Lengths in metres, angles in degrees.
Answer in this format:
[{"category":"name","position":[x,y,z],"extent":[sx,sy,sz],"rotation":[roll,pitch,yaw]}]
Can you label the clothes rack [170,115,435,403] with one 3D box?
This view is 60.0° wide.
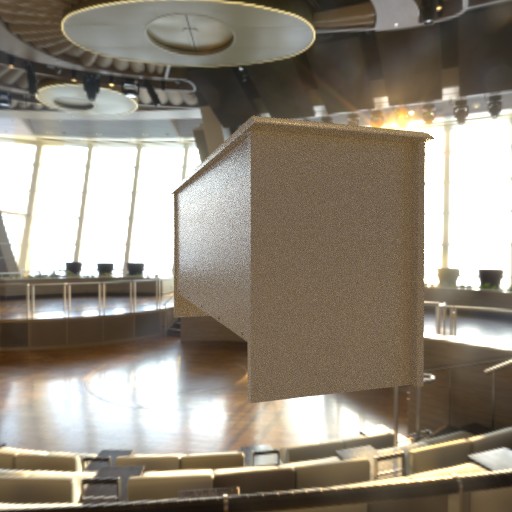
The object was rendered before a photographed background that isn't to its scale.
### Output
[{"category":"clothes rack","position":[0.000,0.000,1.465],"extent":[0.405,0.558,1.218],"rotation":[0,1,-18]}]
